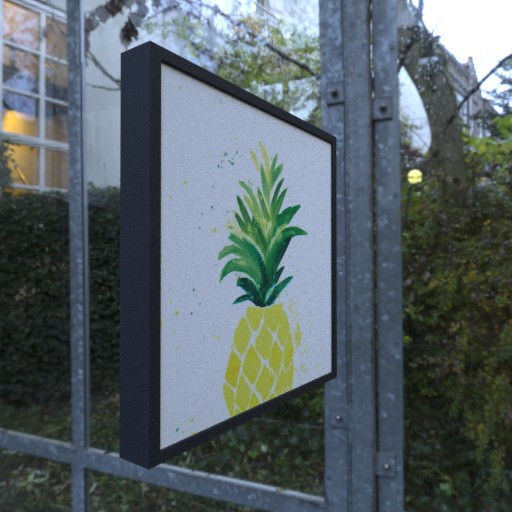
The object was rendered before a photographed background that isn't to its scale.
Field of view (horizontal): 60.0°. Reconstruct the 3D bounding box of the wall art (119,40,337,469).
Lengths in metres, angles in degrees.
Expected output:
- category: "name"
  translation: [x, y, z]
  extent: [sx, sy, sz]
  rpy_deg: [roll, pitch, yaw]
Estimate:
- category: "wall art"
  translation: [0.000, 0.000, 0.447]
  extent: [0.033, 0.304, 0.305]
  rpy_deg: [0, -1, 36]
